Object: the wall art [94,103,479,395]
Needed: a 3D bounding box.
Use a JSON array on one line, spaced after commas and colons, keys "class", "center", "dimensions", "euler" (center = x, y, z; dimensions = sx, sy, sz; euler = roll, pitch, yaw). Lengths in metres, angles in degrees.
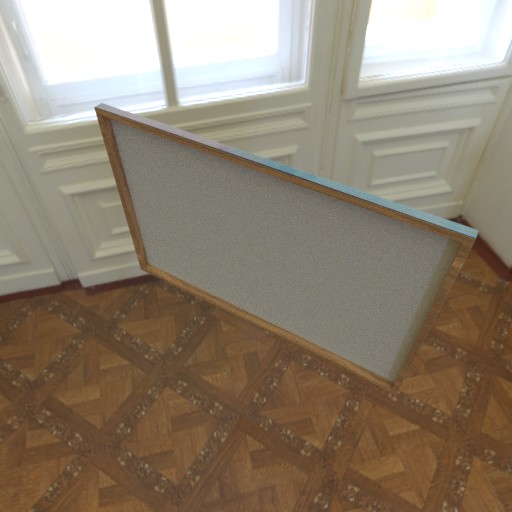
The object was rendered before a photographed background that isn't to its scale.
[{"class": "wall art", "center": [0.000, 0.000, 1.454], "dimensions": [1.137, 0.756, 0.034], "euler": [23, 51, 20]}]
